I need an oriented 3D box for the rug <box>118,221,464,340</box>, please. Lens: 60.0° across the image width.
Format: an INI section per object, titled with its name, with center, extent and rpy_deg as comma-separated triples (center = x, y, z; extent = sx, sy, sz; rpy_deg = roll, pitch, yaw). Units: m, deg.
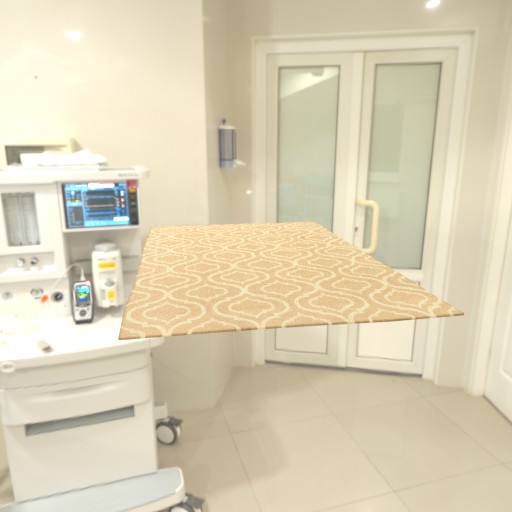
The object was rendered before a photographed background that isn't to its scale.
[rug]
center = 0.000, 0.000, 2.245
extent = 1.152, 0.013, 1.761
rpy_deg = -3, 15, -10
